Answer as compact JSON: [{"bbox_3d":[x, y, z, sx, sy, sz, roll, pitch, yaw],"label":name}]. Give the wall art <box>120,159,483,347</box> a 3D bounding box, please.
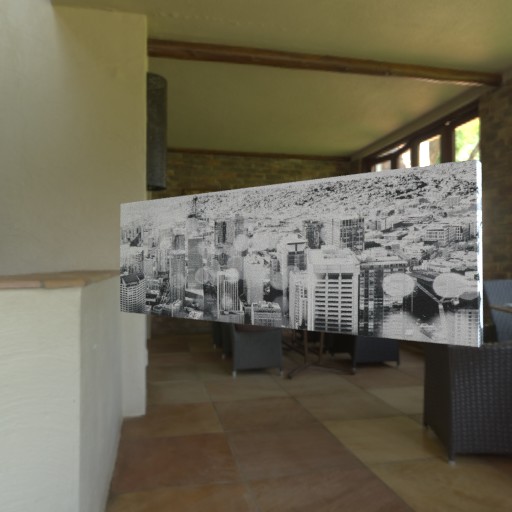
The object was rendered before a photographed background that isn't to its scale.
[{"bbox_3d":[0.000,0.000,0.836,0.763,0.255,0.038,-1,-1,36],"label":"wall art"}]
